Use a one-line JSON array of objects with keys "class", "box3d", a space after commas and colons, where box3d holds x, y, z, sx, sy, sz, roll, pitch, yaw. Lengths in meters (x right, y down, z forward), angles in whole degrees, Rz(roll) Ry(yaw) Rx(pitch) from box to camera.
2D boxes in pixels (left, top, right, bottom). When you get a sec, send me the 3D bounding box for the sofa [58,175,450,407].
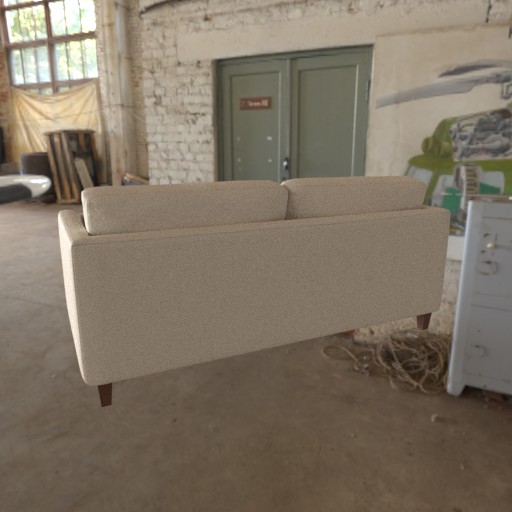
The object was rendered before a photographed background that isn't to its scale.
[{"class": "sofa", "box3d": [0.000, 0.000, 2.498, 1.981, 0.889, 0.965, -7, 15, -25]}]
